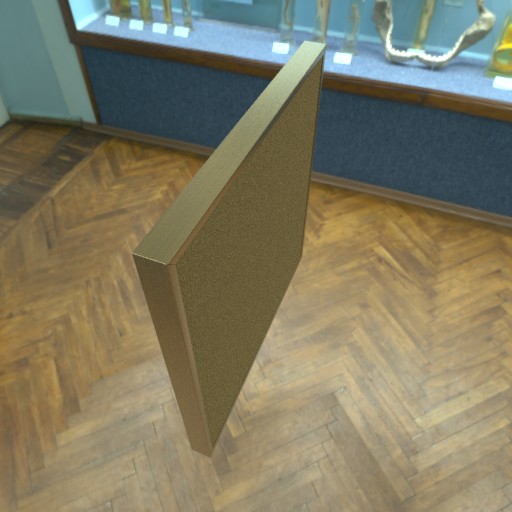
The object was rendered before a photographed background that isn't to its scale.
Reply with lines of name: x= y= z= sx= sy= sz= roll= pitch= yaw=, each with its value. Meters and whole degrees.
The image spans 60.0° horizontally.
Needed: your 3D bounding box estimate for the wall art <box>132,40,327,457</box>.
wall art: x=0.000 y=0.000 z=0.740 sx=0.037 sy=0.505 sz=0.505 roll=17 pitch=50 yaw=15
